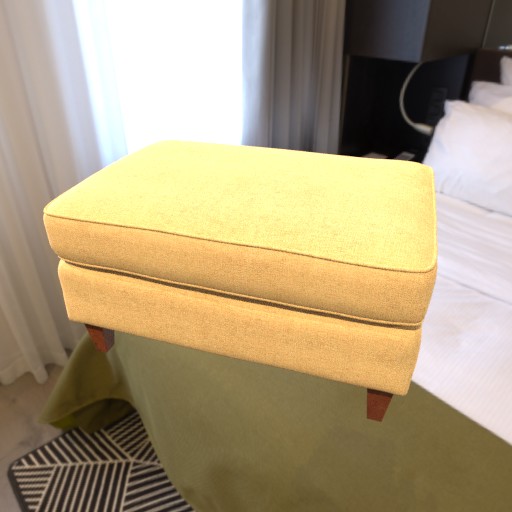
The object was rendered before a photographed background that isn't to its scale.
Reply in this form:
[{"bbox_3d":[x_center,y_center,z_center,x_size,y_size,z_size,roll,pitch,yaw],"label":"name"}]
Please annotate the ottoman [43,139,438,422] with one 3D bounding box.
[{"bbox_3d":[0.000,0.000,1.206,0.862,0.484,0.583,10,32,15],"label":"ottoman"}]
